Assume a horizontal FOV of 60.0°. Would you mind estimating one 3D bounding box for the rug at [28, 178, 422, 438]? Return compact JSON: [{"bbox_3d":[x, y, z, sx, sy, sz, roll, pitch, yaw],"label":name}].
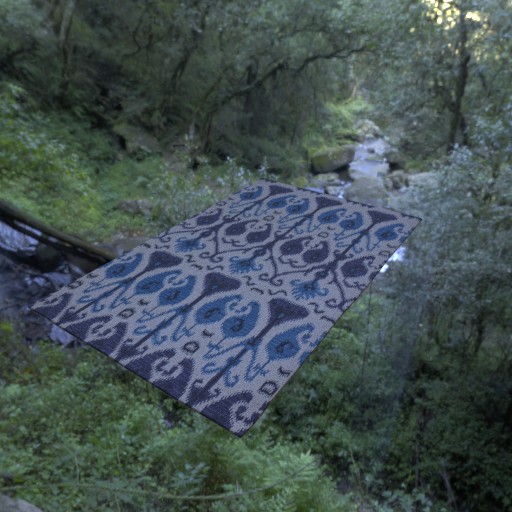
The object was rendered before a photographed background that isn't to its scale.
[{"bbox_3d":[0.000,0.000,2.116,1.072,0.013,1.698,20,37,29],"label":"rug"}]
